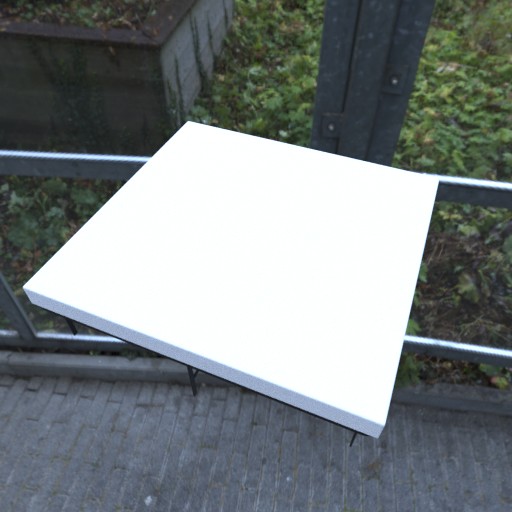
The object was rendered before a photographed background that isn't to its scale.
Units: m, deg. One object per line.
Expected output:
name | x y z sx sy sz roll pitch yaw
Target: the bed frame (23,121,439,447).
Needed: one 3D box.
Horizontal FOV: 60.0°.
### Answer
bed frame | 0.000 0.000 3.024 2.032 0.559 1.930 17 49 15
